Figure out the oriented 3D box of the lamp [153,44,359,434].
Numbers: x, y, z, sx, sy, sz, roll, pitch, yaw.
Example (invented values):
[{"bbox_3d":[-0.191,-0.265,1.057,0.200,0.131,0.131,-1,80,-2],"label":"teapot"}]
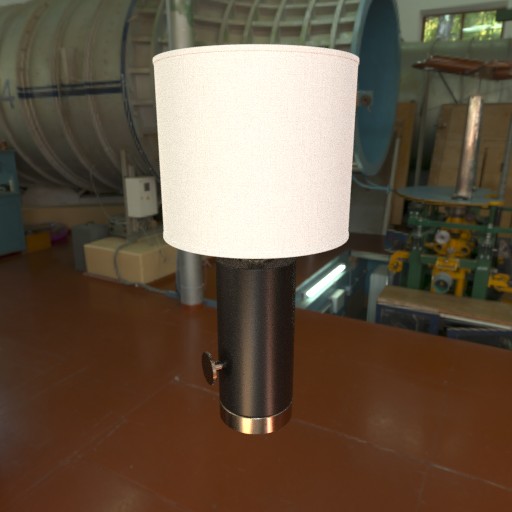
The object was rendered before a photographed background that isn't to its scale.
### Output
[{"bbox_3d":[0.000,0.000,0.596,0.240,0.482,0.241,-8,18,-26],"label":"lamp"}]
